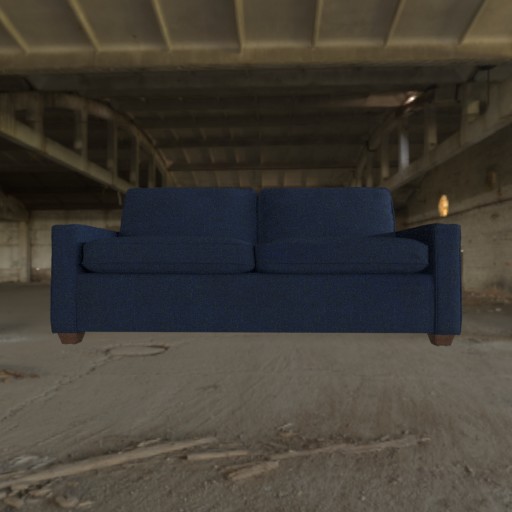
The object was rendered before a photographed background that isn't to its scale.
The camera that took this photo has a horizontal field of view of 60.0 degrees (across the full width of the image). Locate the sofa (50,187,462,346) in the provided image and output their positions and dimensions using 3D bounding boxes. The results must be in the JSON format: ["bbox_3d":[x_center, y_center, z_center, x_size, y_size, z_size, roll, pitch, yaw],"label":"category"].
[{"bbox_3d":[0.000,0.000,2.636,2.080,0.919,0.940,0,-1,1],"label":"sofa"}]
